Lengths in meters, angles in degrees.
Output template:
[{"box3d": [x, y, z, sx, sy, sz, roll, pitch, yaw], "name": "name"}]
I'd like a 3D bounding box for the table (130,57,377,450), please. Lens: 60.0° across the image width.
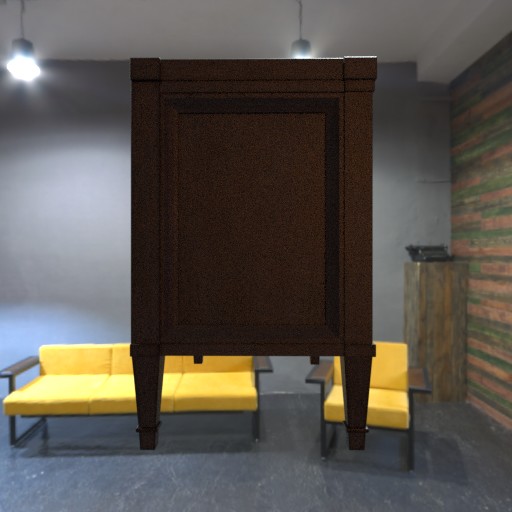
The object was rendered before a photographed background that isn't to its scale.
[{"box3d": [0.000, 0.000, 1.064, 0.413, 0.660, 0.660, 0, 0, 1], "name": "table"}]
